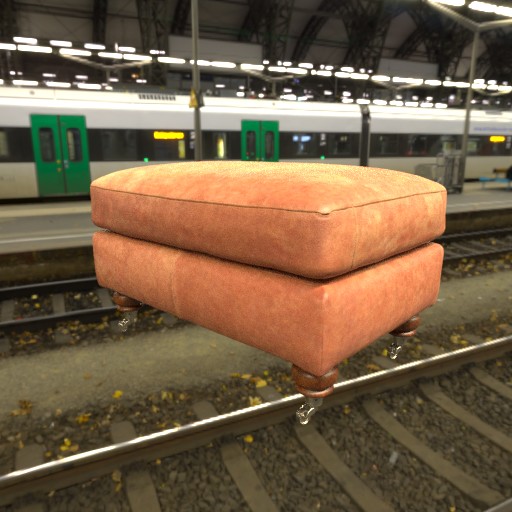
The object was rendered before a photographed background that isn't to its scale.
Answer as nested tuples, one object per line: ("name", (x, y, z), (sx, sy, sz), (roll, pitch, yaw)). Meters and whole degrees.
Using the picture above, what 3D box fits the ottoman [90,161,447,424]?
("ottoman", (0.000, 0.000, 1.220), (0.852, 0.507, 0.565), (12, 18, 41))
